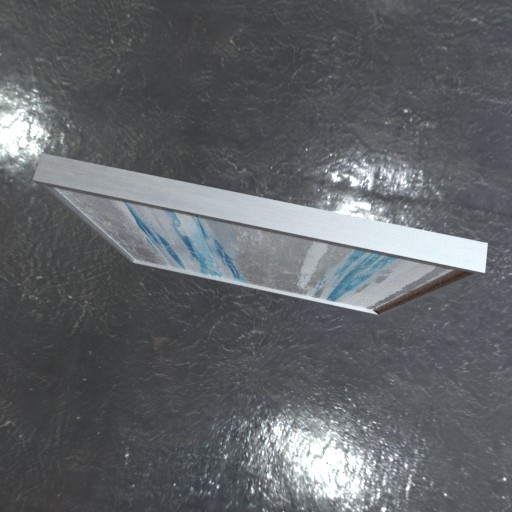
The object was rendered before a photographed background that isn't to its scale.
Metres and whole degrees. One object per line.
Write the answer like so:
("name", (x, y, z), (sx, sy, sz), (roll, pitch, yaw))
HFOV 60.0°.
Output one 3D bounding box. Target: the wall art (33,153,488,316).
("wall art", (0.000, 0.000, 0.757), (0.557, 0.450, 0.037), (12, 76, 3))
